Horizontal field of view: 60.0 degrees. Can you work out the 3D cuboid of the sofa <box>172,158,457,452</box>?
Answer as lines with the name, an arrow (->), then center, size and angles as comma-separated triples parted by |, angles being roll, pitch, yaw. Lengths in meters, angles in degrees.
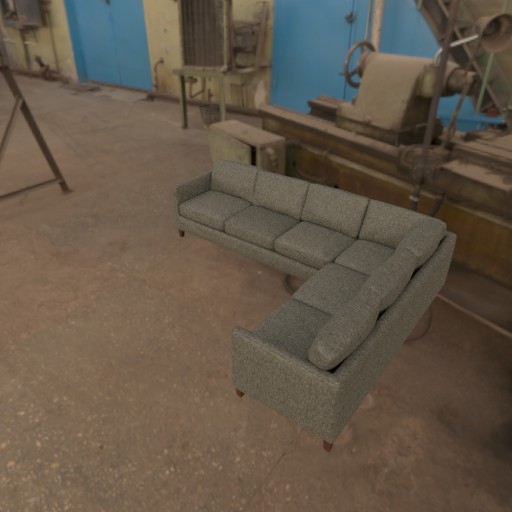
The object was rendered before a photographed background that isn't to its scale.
sofa -> 0.000, 0.000, 4.654 | 3.302, 0.947, 2.593 | 22, 38, 31
